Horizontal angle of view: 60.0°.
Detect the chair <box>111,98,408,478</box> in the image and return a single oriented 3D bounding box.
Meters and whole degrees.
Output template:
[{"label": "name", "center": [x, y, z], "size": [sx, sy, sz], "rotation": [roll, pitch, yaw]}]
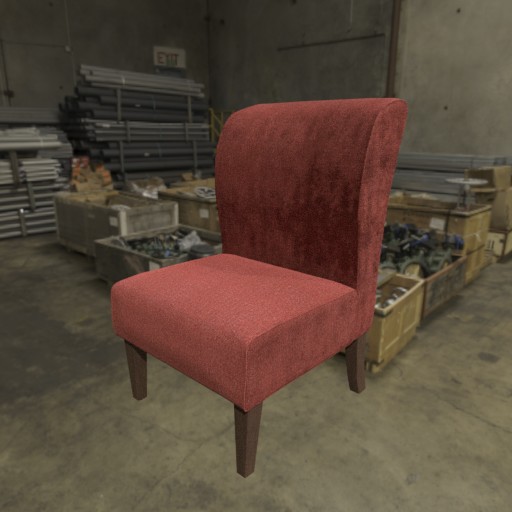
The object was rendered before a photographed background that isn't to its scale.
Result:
[{"label": "chair", "center": [0.000, 0.000, 1.239], "size": [0.538, 0.846, 0.640], "rotation": [15, 22, 42]}]
